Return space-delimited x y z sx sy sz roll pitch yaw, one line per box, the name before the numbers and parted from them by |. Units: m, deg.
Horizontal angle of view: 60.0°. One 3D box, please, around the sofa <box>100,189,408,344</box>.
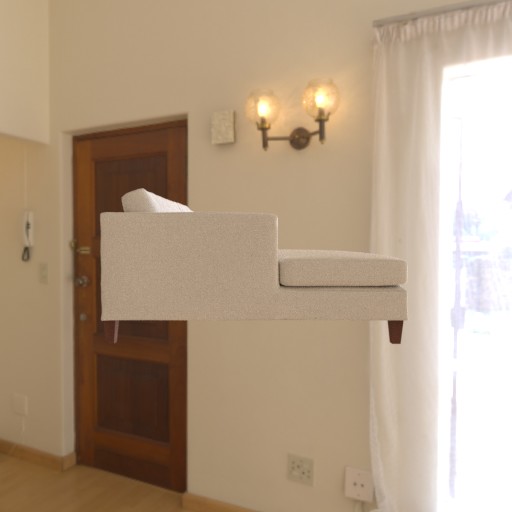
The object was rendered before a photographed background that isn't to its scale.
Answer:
sofa | 0.000 0.000 3.875 1.625 0.846 3.186 0 1 0
